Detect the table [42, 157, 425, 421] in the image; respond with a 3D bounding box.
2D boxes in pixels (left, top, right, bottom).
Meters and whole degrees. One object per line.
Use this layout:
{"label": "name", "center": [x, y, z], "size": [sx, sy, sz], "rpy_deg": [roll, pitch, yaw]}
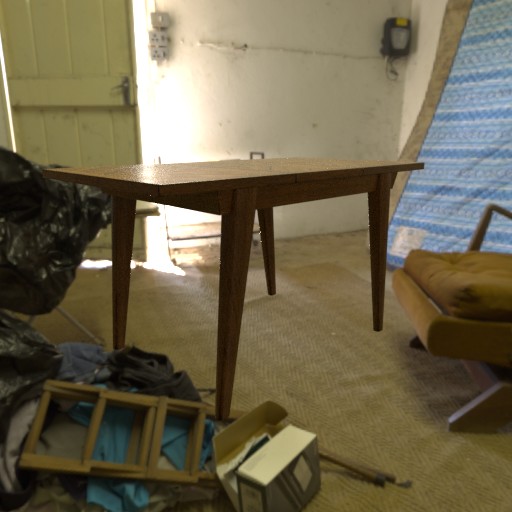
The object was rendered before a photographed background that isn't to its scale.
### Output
{"label": "table", "center": [0.000, 0.000, 1.894], "size": [1.400, 0.760, 0.757], "rpy_deg": [-14, 21, -43]}
